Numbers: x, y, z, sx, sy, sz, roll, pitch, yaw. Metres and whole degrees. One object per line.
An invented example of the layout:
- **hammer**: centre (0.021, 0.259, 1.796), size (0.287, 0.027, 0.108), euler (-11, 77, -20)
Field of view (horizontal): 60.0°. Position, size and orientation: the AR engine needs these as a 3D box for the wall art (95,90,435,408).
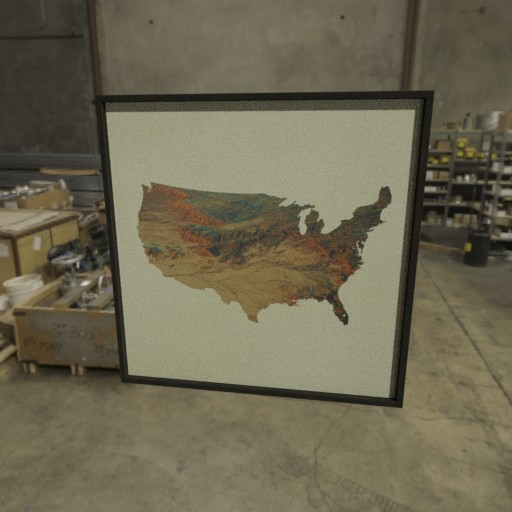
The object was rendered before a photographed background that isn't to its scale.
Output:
- **wall art**: centre (0.000, 0.000, 1.103), size (0.762, 0.762, 0.038), euler (2, 16, 9)
